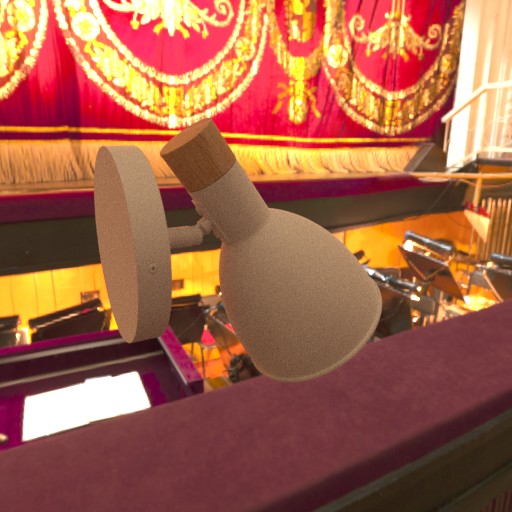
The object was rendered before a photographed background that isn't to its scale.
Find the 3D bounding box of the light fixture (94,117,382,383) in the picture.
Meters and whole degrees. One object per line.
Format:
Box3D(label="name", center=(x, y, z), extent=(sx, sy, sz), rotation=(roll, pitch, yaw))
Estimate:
Box3D(label="light fixture", center=(0.000, 0.000, 0.336), extent=(0.209, 0.199, 0.127), rotation=(-8, 17, -27))
